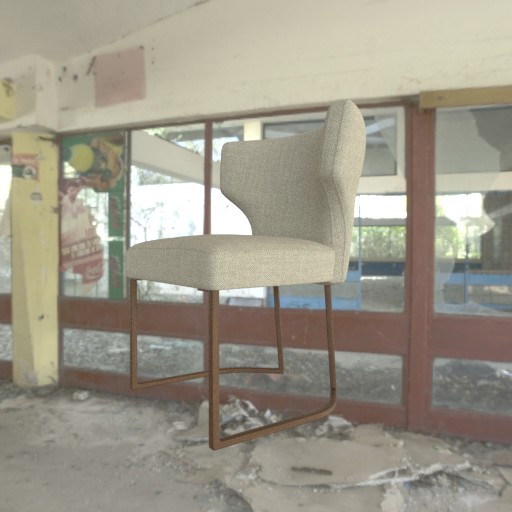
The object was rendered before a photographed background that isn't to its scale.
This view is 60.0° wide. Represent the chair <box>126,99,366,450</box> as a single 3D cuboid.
[{"bbox_3d":[0.000,0.000,1.318,0.617,0.824,0.611,-1,1,-35],"label":"chair"}]
